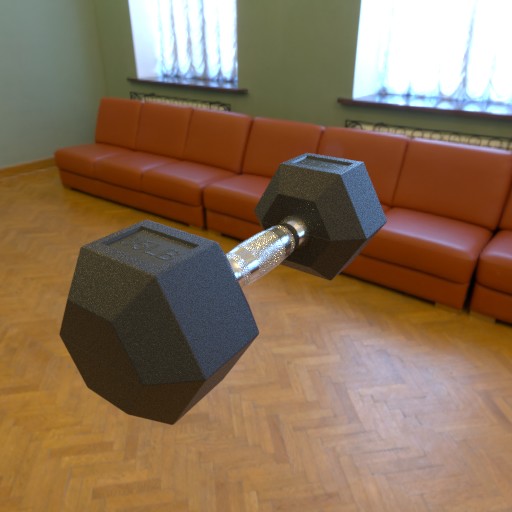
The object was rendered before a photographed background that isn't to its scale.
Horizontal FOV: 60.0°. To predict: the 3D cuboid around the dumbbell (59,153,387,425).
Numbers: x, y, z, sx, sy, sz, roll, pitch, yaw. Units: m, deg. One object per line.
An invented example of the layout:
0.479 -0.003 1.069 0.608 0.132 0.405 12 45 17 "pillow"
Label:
0.000 0.000 0.418 0.141 0.123 0.356 18 32 31 "dumbbell"
